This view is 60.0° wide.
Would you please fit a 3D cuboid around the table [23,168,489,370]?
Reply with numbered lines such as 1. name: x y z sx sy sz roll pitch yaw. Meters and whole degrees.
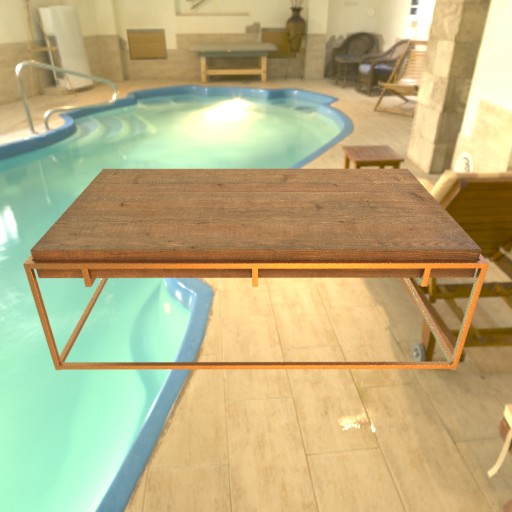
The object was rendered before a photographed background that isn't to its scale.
1. table: 0.000 0.000 1.752 1.387 0.468 0.775 0 30 0
